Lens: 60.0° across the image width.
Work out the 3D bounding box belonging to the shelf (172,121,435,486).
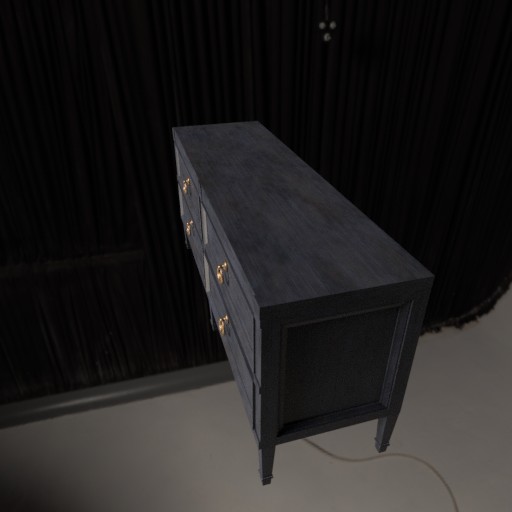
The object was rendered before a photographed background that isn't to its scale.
[{"bbox_3d":[0.000,0.000,1.892,0.479,0.719,1.575,-9,32,-14],"label":"shelf"}]
